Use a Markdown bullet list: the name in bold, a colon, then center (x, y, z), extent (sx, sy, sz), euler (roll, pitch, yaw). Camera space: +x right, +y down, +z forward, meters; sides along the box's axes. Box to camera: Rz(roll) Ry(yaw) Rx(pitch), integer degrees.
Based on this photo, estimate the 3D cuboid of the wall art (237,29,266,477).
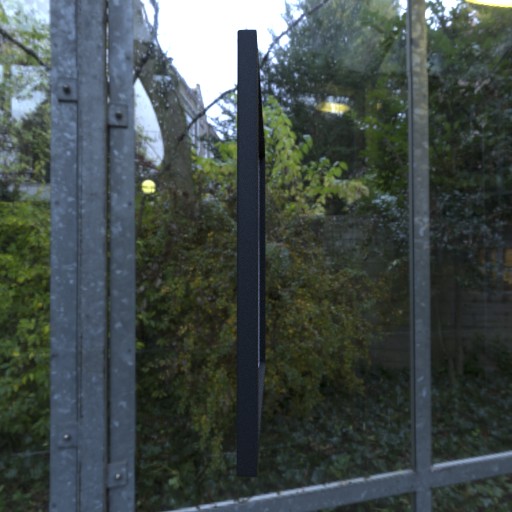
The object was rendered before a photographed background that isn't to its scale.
- **wall art**: center (0.000, 0.000, 0.675), extent (0.022, 0.453, 0.456), euler (0, -2, 2)
